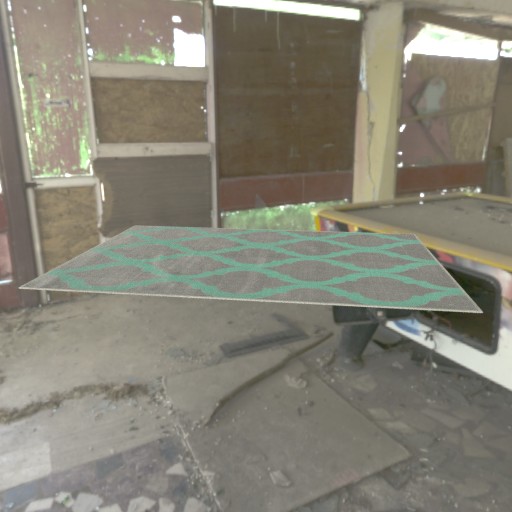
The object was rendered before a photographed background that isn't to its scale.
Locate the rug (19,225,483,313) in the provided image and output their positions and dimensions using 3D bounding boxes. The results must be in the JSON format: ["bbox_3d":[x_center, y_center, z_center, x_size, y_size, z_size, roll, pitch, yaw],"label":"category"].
[{"bbox_3d":[0.000,0.000,2.881,2.286,0.006,1.524,2,16,8],"label":"rug"}]
